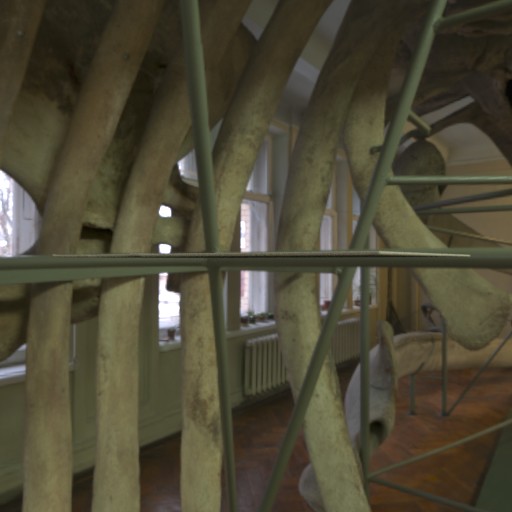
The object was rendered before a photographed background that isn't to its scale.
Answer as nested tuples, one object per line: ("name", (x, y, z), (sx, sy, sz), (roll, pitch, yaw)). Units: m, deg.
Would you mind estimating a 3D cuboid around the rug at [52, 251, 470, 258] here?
("rug", (0.000, 0.000, 2.909), (2.290, 0.021, 1.540), (0, -1, 37))
